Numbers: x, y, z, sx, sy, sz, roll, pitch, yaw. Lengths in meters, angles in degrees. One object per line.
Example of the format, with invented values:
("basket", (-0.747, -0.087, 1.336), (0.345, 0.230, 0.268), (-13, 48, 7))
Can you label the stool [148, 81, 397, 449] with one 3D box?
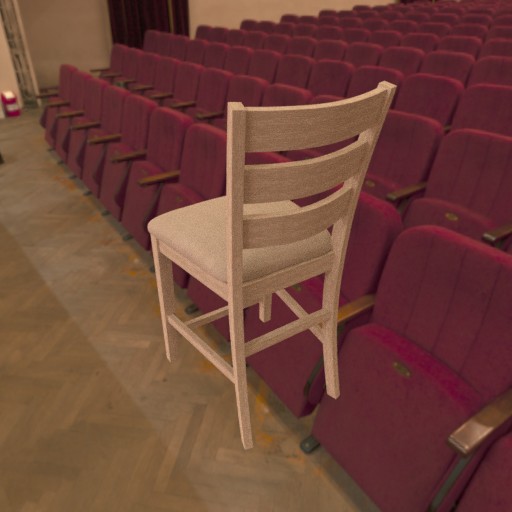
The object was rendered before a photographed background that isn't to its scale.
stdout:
("stool", (0.000, 0.000, 1.359), (0.484, 1.032, 0.569), (-19, 36, -28))
